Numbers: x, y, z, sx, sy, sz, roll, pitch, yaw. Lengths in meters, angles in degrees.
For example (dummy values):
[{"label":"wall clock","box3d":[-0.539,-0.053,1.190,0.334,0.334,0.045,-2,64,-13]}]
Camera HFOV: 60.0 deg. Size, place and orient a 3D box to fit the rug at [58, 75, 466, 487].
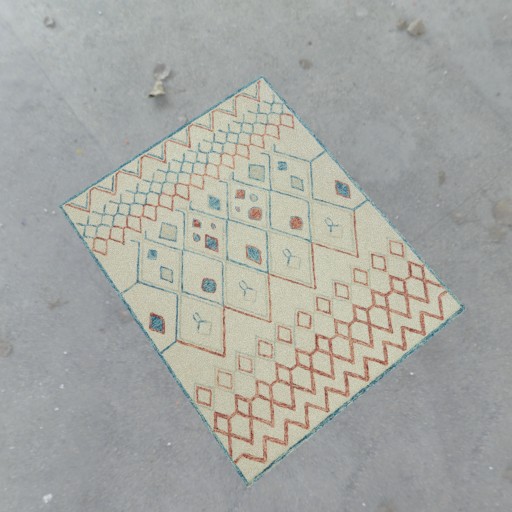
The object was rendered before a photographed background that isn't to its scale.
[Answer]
[{"label":"rug","box3d":[0.000,0.000,4.103,2.441,0.016,3.050,-36,78,-9]}]
